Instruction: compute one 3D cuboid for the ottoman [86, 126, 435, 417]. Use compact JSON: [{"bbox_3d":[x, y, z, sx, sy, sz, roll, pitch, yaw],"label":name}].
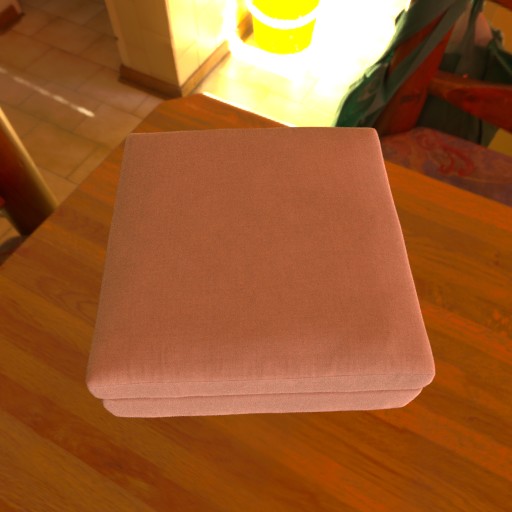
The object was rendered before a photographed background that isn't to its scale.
[{"bbox_3d":[0.000,0.000,1.846,1.171,0.517,1.203,-2,58,-1],"label":"ottoman"}]
